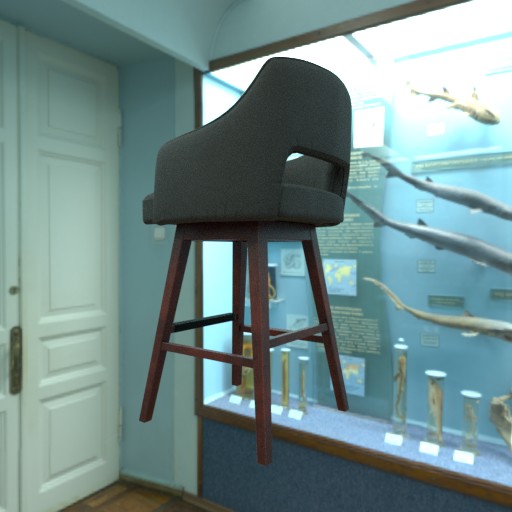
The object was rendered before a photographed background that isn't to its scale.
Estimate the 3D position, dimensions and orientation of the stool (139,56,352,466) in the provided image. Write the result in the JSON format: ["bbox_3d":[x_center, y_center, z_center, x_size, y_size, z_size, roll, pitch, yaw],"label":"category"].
[{"bbox_3d":[0.000,0.000,1.380,0.558,1.012,0.548,1,1,36],"label":"stool"}]
